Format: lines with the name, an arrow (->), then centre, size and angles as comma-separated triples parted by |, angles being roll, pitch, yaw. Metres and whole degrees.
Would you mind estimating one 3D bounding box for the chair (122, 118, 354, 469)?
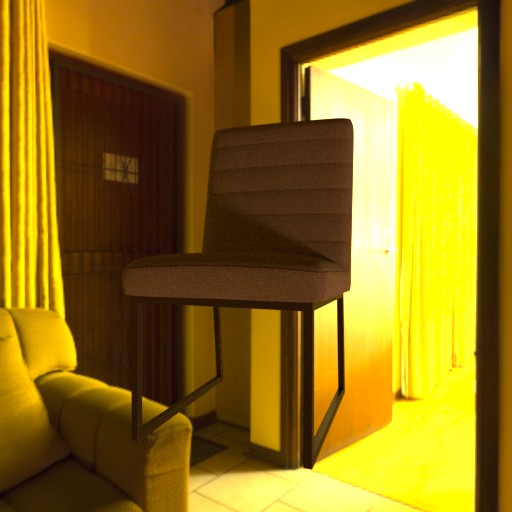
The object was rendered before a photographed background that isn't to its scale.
chair -> 0.000, 0.000, 1.323 | 0.520, 0.930, 0.634 | 0, 1, 19
